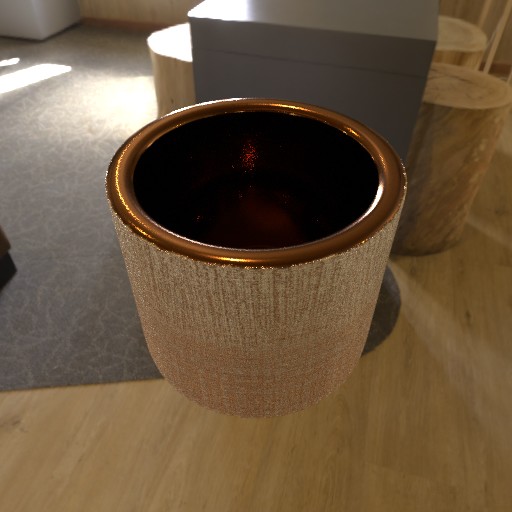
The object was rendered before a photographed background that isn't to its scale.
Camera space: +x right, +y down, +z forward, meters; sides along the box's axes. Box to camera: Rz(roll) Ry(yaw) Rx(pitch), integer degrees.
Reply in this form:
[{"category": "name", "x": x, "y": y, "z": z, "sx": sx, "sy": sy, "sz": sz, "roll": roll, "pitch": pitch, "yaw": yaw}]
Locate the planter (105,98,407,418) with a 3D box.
[{"category": "planter", "x": 0.000, "y": 0.000, "z": 0.316, "sx": 0.177, "sy": 0.157, "sz": 0.177, "roll": 0, "pitch": 44, "yaw": 0}]
